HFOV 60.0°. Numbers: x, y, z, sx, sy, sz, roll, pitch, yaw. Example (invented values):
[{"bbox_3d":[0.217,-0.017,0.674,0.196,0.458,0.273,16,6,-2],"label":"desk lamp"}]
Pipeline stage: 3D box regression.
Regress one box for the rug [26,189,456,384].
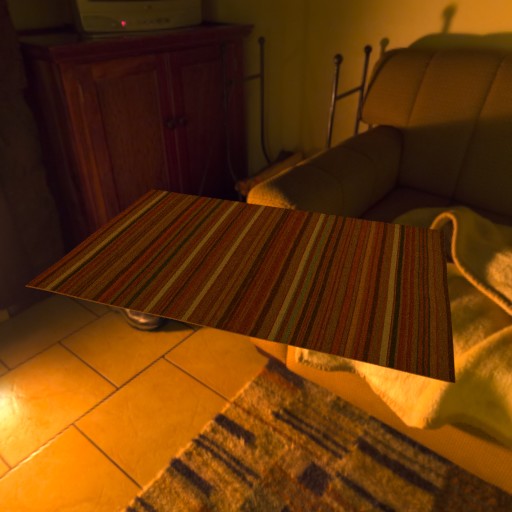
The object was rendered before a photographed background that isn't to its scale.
[{"bbox_3d":[0.000,0.000,2.974,2.438,0.008,1.523,10,34,15],"label":"rug"}]
